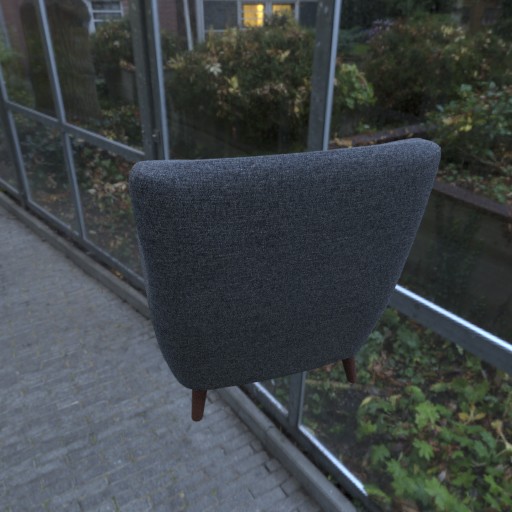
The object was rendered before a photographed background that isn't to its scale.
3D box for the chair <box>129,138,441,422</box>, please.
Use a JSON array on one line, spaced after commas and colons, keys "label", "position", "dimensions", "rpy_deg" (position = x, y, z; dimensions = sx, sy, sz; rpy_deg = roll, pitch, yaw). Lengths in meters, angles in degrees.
[{"label": "chair", "position": [0.000, 0.000, 1.732], "dimensions": [0.889, 1.039, 0.940], "rpy_deg": [-9, 29, -15]}]
